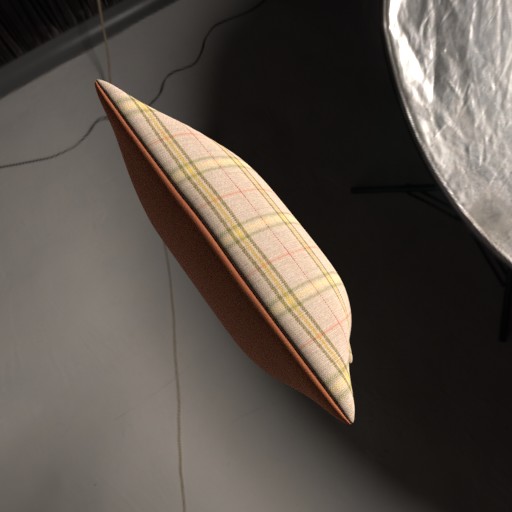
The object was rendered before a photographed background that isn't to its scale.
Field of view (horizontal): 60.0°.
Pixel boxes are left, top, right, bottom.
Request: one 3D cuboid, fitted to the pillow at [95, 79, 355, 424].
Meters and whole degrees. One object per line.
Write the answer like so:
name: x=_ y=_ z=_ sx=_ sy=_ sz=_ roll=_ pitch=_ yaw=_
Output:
pillow: x=0.000 y=0.000 z=0.666 sx=0.200 sy=0.430 sz=0.453 roll=-35 pitch=78 yaw=-9
